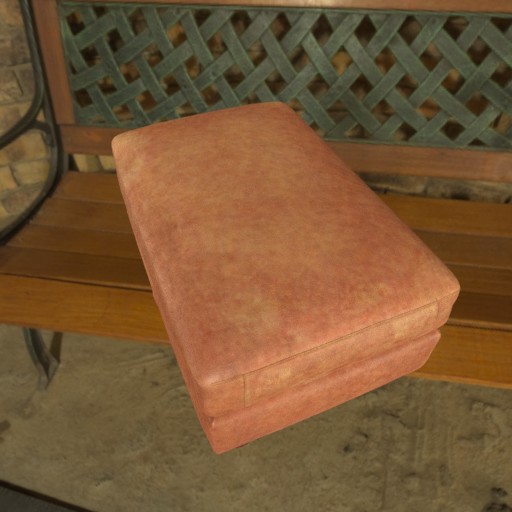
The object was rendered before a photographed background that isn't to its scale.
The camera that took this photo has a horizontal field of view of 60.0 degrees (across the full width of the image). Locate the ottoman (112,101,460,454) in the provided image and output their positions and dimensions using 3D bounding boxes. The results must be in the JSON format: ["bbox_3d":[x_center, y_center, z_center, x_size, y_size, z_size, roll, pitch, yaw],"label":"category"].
[{"bbox_3d":[0.000,0.000,1.174,0.565,0.507,0.852,-17,49,-16],"label":"ottoman"}]
